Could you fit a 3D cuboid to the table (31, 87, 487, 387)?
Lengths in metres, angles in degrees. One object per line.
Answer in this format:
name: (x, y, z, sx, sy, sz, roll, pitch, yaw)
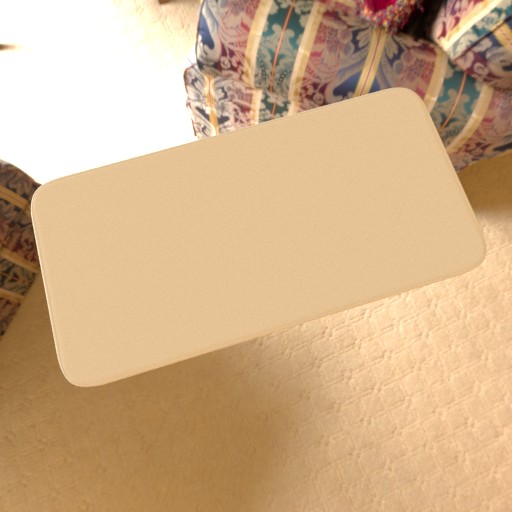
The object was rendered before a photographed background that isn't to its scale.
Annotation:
table: (0.000, 0.000, 1.619, 1.219, 0.737, 0.610, -16, 76, -4)
